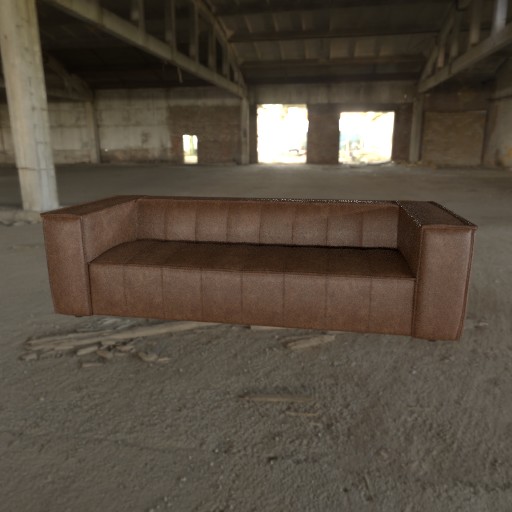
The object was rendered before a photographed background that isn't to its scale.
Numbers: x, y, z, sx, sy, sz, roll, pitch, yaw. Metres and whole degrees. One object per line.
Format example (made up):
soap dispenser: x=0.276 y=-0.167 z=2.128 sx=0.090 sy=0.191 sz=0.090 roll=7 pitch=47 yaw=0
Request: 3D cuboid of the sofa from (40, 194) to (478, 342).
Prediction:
sofa: x=0.000 y=0.000 z=3.097 sx=2.581 sy=0.701 sz=1.102 roll=2 pitch=15 yaw=9
